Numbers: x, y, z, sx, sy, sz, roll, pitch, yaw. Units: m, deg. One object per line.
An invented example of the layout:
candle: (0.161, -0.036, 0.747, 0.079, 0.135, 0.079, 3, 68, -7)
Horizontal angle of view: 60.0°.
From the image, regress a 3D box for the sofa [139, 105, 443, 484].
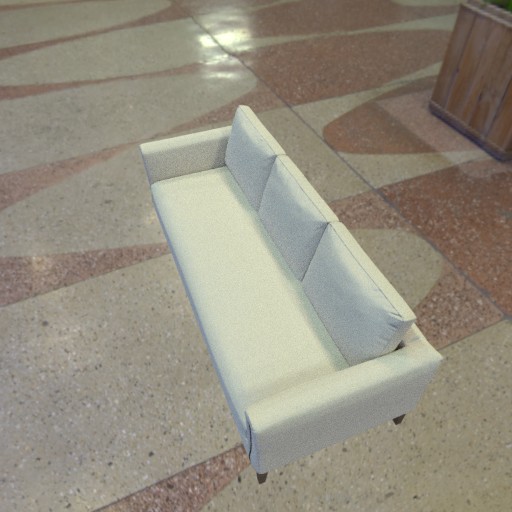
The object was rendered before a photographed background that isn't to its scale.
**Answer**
sofa: (0.000, 0.000, 2.662, 0.902, 0.911, 2.198, -16, 48, -15)
